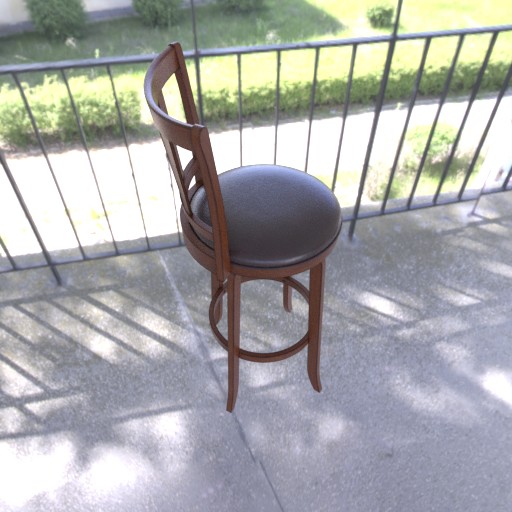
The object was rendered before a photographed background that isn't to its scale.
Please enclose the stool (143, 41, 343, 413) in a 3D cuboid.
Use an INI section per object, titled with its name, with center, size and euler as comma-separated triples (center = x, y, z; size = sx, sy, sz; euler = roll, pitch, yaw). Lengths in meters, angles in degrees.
[stool]
center = 0.000, 0.000, 1.411
size = 0.503, 1.177, 0.464
euler = -10, 46, -9
